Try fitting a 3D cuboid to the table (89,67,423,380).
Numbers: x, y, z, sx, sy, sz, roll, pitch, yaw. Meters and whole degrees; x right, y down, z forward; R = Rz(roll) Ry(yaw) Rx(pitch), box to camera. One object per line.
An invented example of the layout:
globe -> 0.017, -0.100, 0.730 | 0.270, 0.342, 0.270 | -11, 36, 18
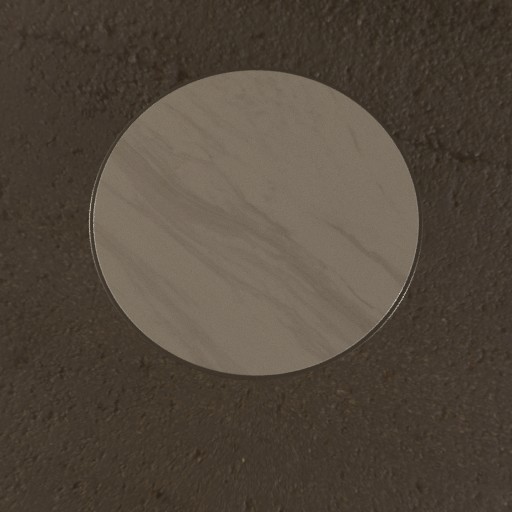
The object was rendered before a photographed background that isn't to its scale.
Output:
table -> 0.000, 0.000, 0.824 | 0.445, 0.479, 0.445 | 0, 74, 0
